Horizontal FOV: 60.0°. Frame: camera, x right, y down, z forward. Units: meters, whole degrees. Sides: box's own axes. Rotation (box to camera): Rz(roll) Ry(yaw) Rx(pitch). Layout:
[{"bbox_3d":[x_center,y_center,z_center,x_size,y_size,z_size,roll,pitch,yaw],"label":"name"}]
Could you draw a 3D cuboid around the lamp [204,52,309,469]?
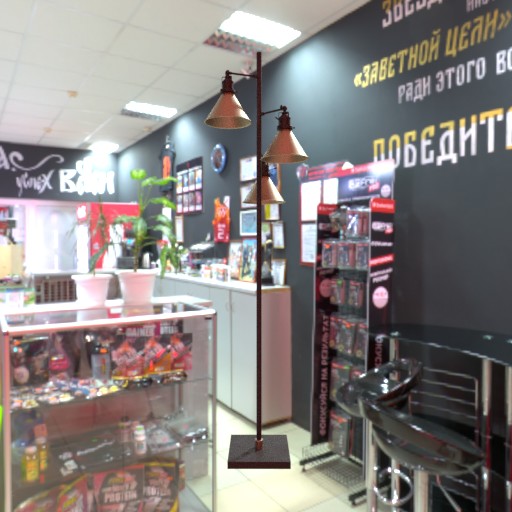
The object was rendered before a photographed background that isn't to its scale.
[{"bbox_3d":[0.000,0.000,1.916,0.428,1.716,0.415,0,2,0],"label":"lamp"}]
